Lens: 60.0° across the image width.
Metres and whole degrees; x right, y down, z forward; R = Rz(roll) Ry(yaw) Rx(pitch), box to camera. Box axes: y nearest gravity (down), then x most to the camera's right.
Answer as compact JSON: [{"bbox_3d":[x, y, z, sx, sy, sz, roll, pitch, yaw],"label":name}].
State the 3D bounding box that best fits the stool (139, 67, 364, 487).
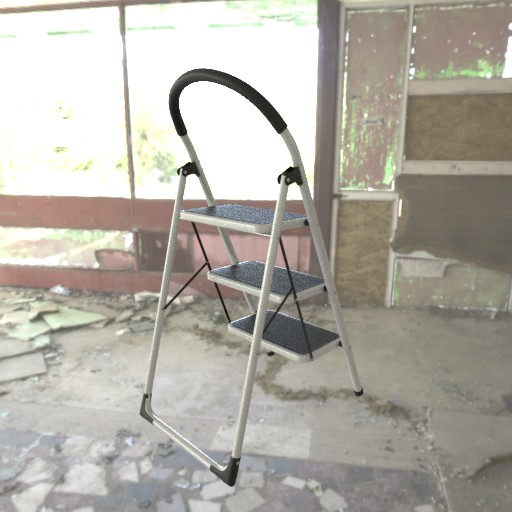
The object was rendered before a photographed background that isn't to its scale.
[{"bbox_3d":[0.000,0.000,1.467,0.676,1.109,0.485,-14,20,-43],"label":"stool"}]
